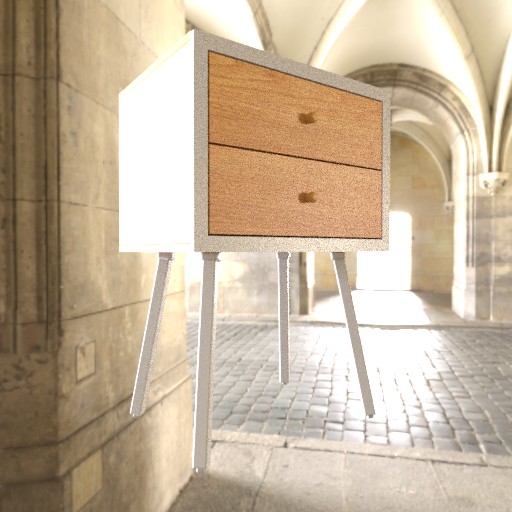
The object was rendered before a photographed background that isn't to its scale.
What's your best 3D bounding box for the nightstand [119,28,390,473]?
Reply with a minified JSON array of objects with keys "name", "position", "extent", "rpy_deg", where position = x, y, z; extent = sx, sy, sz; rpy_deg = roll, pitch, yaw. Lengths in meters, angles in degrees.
[{"name":"nightstand","position":[0.000,0.000,0.813],"extent":[0.400,0.601,0.316],"rpy_deg":[-1,1,-35]}]
